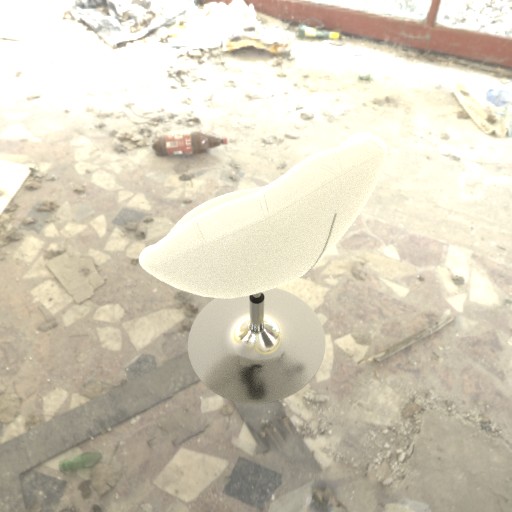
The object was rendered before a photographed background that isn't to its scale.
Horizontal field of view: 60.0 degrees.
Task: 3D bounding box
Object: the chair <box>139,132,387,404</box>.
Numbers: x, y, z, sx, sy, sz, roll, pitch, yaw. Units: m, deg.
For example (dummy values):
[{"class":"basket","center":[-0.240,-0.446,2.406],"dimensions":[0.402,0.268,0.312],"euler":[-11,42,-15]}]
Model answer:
[{"class":"chair","center":[0.000,0.000,1.834],"dimensions":[0.940,1.261,0.736],"euler":[-31,54,-26]}]
